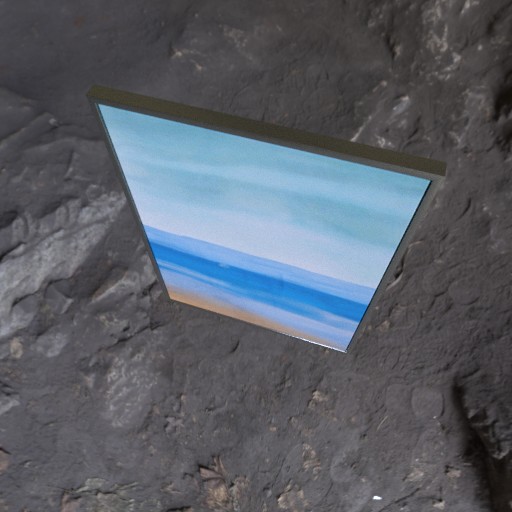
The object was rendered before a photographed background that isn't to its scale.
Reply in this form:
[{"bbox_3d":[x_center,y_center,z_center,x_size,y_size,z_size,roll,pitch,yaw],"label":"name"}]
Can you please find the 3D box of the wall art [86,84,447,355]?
[{"bbox_3d":[0.000,0.000,1.407,0.803,1.062,0.041,15,60,9],"label":"wall art"}]
